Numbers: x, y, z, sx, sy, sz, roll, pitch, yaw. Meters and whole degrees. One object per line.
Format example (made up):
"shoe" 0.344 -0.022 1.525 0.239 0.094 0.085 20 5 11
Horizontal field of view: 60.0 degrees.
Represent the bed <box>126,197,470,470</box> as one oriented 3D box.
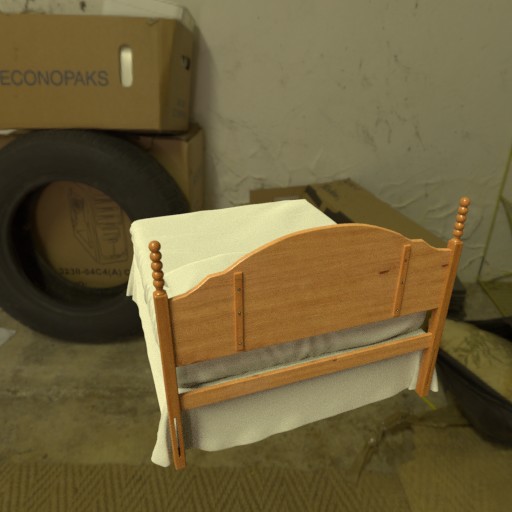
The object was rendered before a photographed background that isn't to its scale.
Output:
"bed" 0.000 0.000 3.190 1.873 1.356 2.040 -9 28 -17
